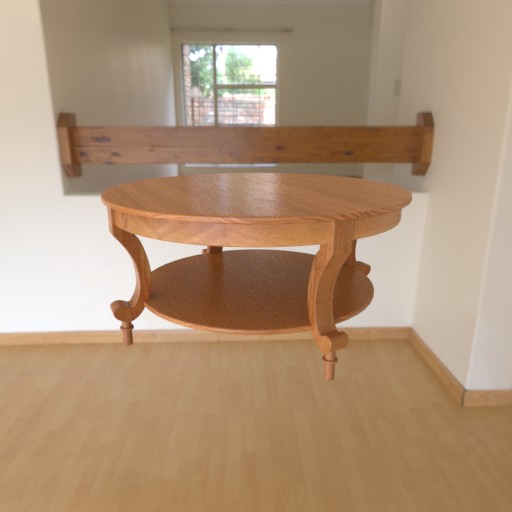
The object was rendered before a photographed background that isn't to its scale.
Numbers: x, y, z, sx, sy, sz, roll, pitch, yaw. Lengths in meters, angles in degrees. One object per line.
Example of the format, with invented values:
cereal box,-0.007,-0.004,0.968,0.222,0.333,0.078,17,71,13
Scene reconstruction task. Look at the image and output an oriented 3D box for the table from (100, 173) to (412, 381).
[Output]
table,0.000,0.000,1.603,1.029,0.490,1.029,0,16,0
